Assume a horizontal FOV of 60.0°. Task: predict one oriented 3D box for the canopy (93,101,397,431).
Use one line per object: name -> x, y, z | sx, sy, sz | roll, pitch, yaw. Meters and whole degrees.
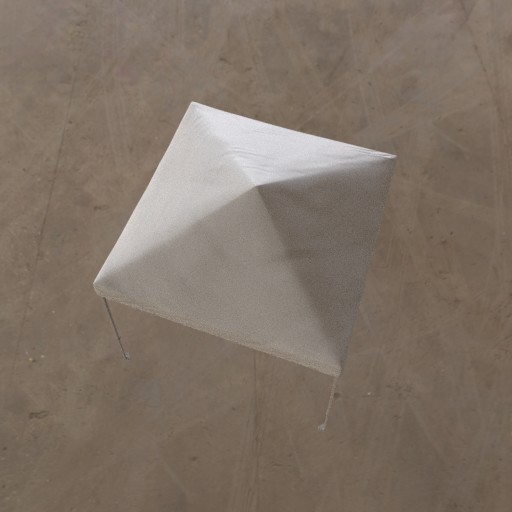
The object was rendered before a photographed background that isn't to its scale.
canopy -> 0.000, 0.000, 5.167 | 2.849, 2.849, 2.848 | 17, 66, 8
